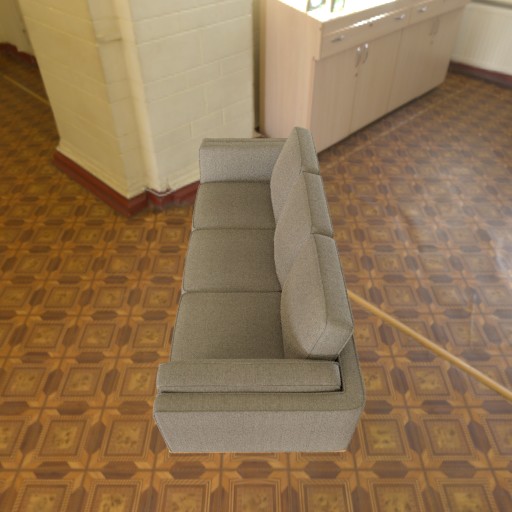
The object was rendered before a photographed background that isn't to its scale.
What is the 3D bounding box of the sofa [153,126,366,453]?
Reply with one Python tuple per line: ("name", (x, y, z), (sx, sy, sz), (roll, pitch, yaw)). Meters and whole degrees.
("sofa", (0.000, 0.000, 2.788), (0.903, 0.899, 2.362), (0, 41, 0))
